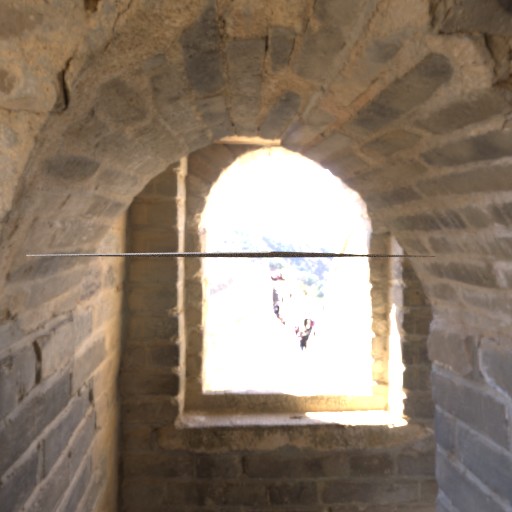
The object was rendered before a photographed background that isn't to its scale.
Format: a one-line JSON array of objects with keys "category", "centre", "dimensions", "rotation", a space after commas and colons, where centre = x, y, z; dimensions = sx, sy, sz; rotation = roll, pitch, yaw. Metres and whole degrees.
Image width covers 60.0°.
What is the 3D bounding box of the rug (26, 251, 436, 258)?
[{"category": "rug", "centre": [0.000, 0.000, 4.120], "dimensions": [2.421, 0.008, 3.045], "rotation": [0, -1, 36]}]
